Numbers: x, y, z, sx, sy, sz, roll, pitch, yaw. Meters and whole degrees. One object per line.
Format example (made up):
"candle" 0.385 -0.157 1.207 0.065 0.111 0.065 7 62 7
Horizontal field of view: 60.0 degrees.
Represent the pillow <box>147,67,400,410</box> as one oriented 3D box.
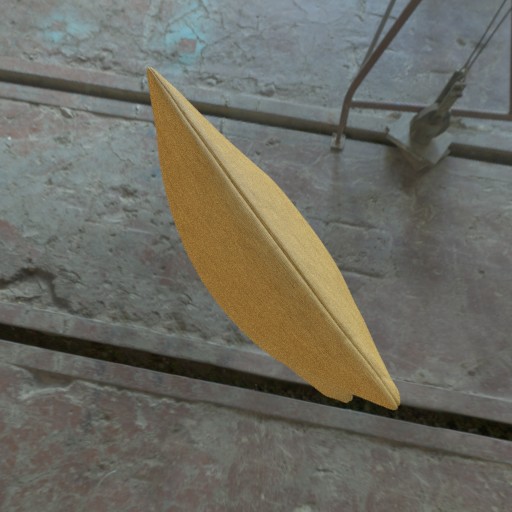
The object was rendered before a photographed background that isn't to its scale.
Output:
"pillow" 0.000 0.000 0.800 0.210 0.354 0.634 -34 77 -9
